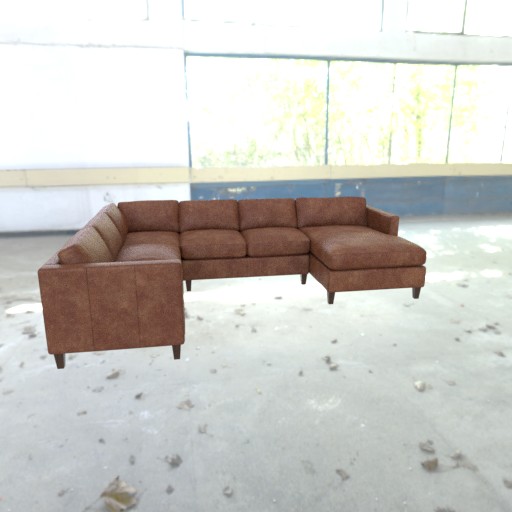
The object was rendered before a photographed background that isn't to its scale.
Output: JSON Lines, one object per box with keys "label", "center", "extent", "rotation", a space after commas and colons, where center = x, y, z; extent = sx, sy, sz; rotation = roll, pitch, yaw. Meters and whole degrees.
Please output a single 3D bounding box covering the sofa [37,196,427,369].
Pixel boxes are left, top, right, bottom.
{"label": "sofa", "center": [0.000, 0.000, 4.396], "extent": [3.324, 0.888, 2.452], "rotation": [-3, 15, -9]}
